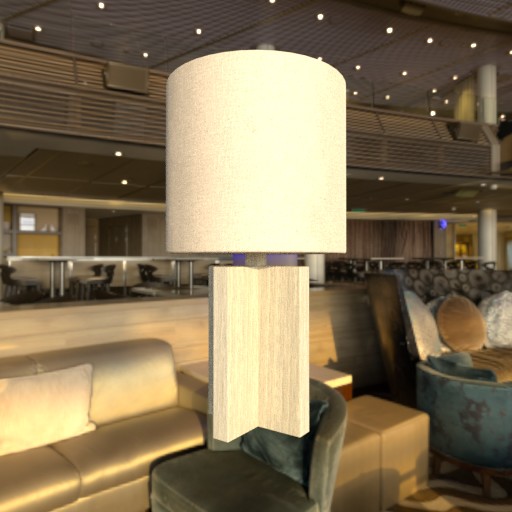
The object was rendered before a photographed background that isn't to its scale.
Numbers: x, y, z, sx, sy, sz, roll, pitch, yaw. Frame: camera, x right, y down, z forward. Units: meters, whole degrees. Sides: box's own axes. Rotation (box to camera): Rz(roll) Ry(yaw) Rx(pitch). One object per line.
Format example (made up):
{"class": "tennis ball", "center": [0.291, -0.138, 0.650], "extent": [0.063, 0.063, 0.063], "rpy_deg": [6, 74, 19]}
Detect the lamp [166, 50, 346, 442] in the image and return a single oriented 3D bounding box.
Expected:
{"class": "lamp", "center": [0.000, 0.000, 0.573], "extent": [0.229, 0.428, 0.229], "rpy_deg": [0, -1, 35]}
